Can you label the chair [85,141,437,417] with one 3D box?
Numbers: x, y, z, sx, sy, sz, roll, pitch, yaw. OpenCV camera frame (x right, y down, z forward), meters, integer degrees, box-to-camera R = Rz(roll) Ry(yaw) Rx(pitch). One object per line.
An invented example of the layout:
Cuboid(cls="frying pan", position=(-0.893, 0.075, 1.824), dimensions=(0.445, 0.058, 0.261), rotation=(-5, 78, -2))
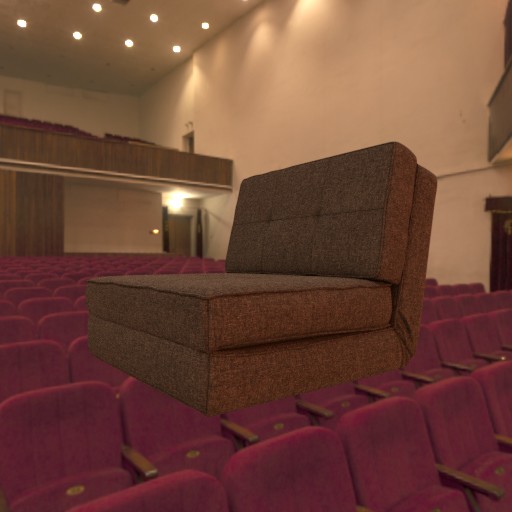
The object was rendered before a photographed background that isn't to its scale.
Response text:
Cuboid(cls="chair", position=(0.000, 0.000, 1.326), dimensions=(0.800, 0.615, 0.740), rotation=(0, -1, -37))
